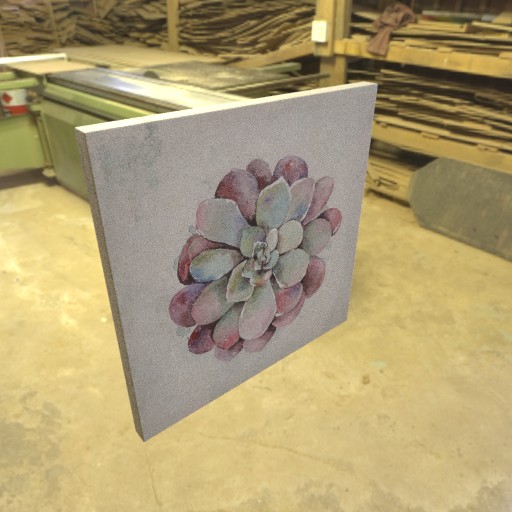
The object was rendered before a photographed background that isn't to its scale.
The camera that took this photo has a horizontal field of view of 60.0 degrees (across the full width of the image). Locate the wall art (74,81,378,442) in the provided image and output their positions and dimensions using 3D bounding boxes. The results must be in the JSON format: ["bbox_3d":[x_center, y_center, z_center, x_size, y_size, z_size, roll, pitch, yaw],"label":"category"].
[{"bbox_3d":[0.000,0.000,0.899,0.605,0.605,0.044,-22,37,-33],"label":"wall art"}]
